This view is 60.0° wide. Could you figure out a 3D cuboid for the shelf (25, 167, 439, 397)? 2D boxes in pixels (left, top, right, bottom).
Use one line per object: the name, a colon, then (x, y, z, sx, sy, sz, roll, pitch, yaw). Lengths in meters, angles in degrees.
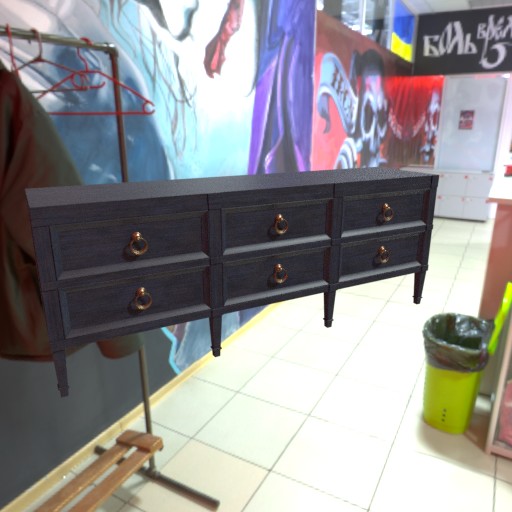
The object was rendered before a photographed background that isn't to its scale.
shelf: (0.000, 0.000, 2.131, 1.878, 0.715, 0.471, -9, 19, -27)
